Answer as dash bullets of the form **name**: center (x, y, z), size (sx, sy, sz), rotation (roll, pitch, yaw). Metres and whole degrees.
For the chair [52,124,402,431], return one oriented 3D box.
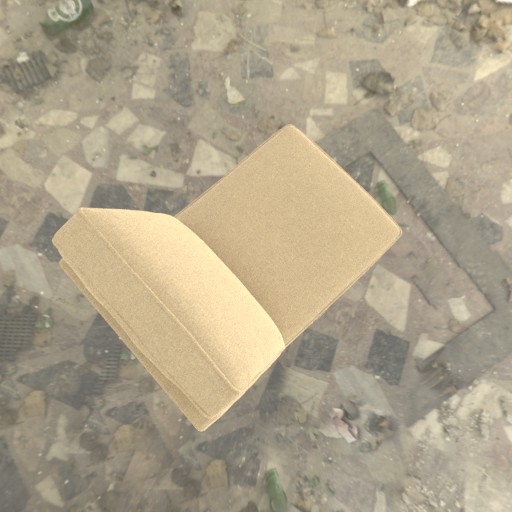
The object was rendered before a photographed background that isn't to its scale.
- **chair**: center (0.000, 0.000, 1.552), size (0.938, 0.970, 0.621), rotation (-42, 80, -9)
